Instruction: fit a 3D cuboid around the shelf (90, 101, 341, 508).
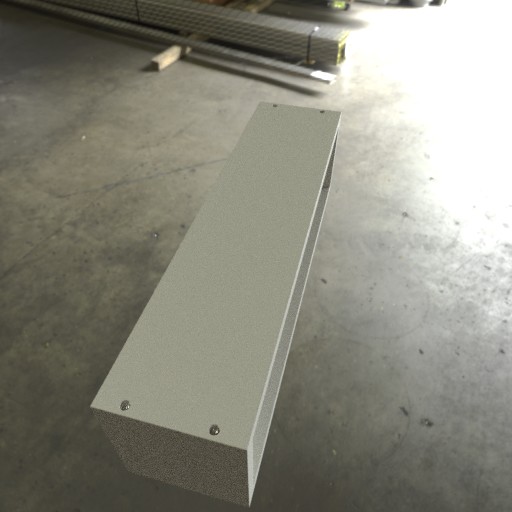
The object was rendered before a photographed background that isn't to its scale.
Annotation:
[{"bbox_3d":[0.000,0.000,0.658,0.150,0.170,0.610,11,47,11],"label":"shelf"}]
